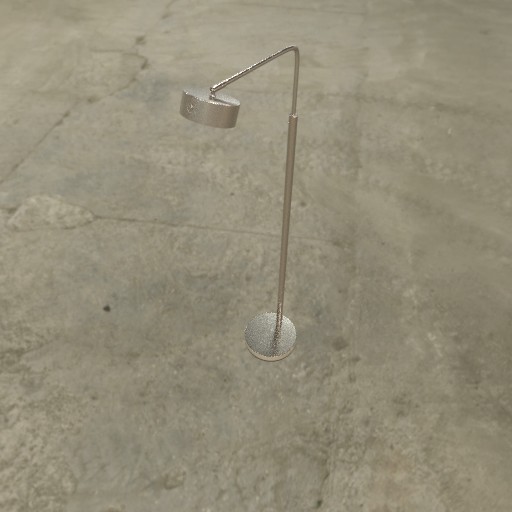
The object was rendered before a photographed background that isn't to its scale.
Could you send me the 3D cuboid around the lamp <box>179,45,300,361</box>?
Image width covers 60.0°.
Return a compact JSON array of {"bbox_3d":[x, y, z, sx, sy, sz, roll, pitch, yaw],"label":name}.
[{"bbox_3d":[0.000,0.000,1.413,0.222,1.250,0.421,32,55,25],"label":"lamp"}]
